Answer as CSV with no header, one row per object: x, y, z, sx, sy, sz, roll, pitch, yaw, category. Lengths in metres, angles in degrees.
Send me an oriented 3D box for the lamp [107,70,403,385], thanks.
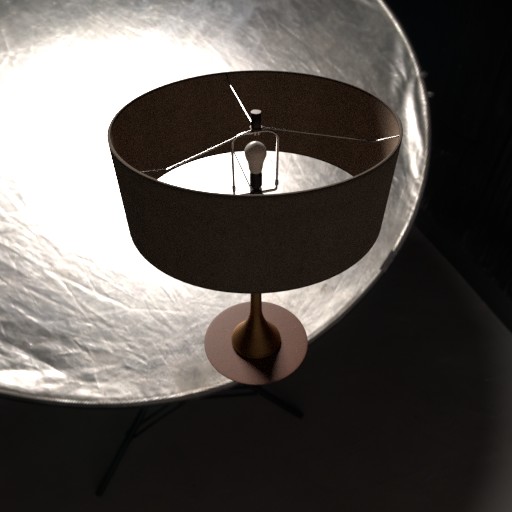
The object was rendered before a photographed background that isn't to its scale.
0.000,0.000,0.815,0.417,0.551,0.396,-11,43,-13,lamp
